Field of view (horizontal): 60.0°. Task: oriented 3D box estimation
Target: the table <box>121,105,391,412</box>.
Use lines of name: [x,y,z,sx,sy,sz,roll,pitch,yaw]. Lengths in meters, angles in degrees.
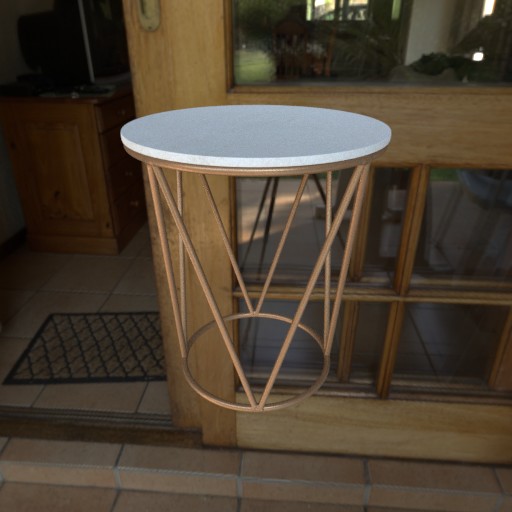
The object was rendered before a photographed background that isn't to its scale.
table: [0.000,0.000,0.975,0.500,0.564,0.500,0,27,0]
